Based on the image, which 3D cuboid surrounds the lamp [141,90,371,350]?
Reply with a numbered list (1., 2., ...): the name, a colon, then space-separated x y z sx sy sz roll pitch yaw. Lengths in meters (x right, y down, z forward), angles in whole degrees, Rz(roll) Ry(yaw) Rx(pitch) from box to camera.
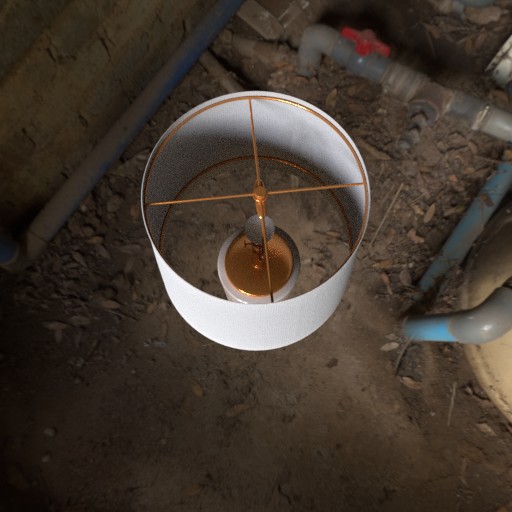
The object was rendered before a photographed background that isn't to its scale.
1. lamp: 0.000 0.000 0.452 0.189 0.340 0.189 0 76 0
